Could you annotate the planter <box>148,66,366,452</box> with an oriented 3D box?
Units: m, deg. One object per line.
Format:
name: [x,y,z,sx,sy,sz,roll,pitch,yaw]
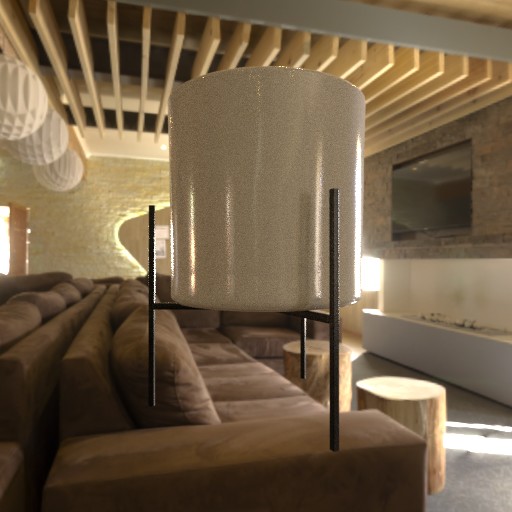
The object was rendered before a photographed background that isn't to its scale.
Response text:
planter: [0.000,0.000,0.638,0.308,0.431,0.307,0,-1,0]
